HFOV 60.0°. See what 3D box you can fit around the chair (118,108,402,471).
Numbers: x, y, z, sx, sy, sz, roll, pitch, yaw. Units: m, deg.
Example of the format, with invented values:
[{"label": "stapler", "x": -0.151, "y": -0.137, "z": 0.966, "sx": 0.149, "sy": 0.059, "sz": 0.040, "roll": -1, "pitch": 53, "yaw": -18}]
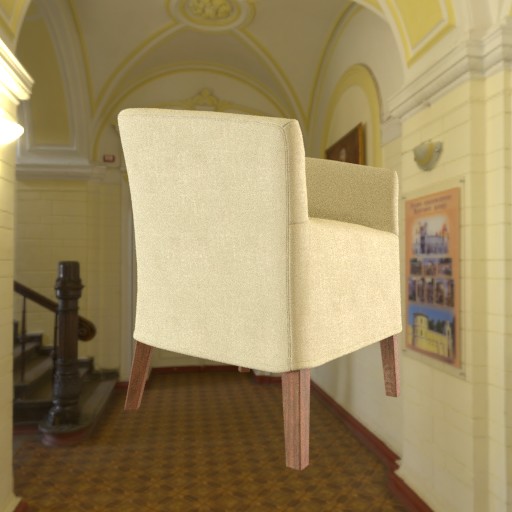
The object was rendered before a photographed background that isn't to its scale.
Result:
[{"label": "chair", "x": 0.000, "y": 0.000, "z": 1.262, "sx": 0.657, "sy": 0.822, "sz": 0.643, "roll": 0, "pitch": -1, "yaw": 36}]
